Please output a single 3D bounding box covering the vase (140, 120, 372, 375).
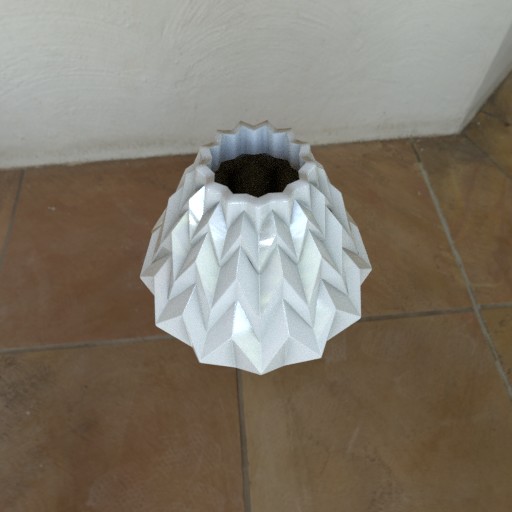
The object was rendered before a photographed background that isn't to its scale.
[{"bbox_3d":[0.000,0.000,0.310,0.164,0.185,0.164,0,57,0],"label":"vase"}]
